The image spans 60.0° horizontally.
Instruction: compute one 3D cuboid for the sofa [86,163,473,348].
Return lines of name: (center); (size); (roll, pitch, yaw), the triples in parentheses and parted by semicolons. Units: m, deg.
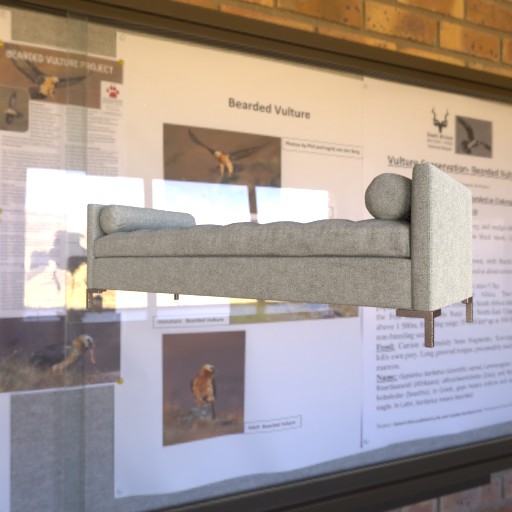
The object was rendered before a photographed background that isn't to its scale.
sofa: (0.000, 0.000, 2.478); (2.102, 0.657, 0.797); (0, 0, 36)
